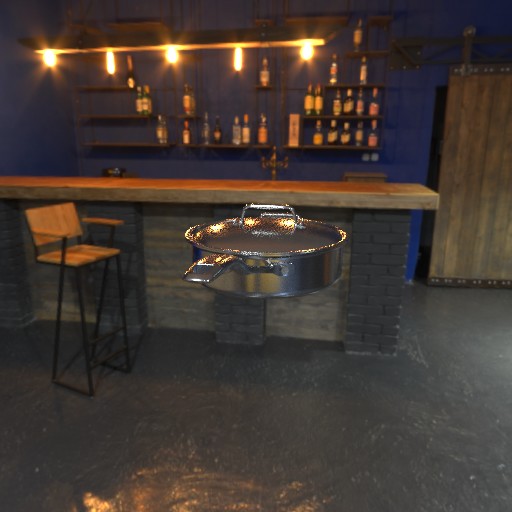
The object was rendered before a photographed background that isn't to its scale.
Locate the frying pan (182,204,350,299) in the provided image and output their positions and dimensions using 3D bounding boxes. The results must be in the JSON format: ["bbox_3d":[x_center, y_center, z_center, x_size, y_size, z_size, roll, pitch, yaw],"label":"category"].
[{"bbox_3d":[0.000,0.000,0.588,0.245,0.111,0.492,3,16,10],"label":"frying pan"}]
